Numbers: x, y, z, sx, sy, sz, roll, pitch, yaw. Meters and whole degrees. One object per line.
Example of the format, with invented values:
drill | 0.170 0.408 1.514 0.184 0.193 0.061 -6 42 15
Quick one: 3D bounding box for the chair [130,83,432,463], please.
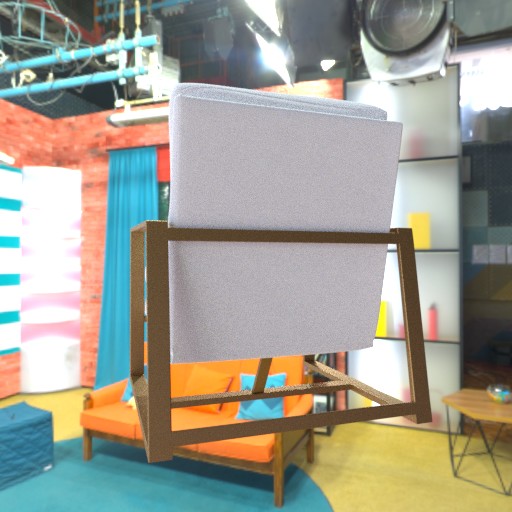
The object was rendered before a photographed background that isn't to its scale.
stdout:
chair | 0.000 0.000 1.540 0.805 0.966 0.813 0 -1 -19
